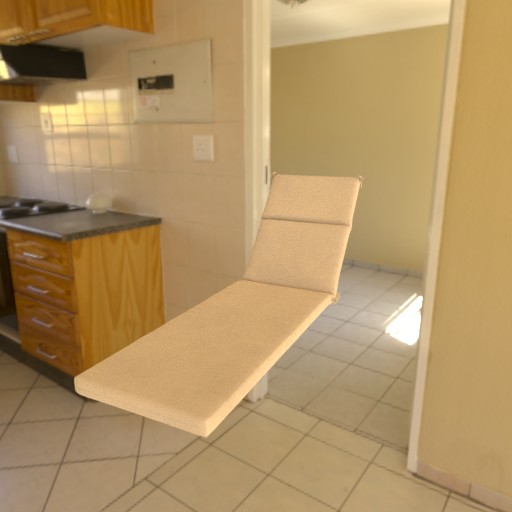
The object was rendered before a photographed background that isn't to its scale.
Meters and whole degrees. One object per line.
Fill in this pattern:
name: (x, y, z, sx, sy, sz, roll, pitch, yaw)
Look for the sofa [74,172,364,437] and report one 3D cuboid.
sofa: (0.000, 0.000, 1.981, 0.582, 0.622, 1.663, 7, 17, 25)
